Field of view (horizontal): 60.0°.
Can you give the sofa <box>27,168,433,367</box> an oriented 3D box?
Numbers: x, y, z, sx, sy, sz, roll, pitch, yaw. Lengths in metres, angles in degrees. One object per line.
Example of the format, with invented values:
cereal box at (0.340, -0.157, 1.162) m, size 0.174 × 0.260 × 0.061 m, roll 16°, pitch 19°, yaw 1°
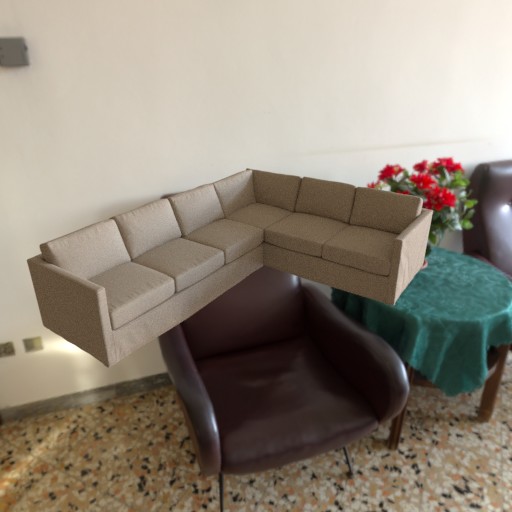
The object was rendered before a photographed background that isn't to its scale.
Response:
sofa at (0.000, 0.000, 4.302) m, size 2.432 × 0.871 × 3.182 m, roll 17°, pitch 30°, yaw 31°
